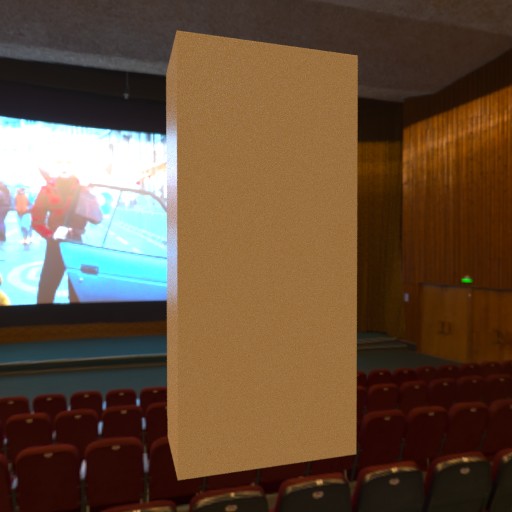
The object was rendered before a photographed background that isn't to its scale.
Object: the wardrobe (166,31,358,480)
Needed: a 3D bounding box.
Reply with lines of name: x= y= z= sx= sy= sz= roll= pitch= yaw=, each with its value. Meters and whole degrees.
wardrobe: x=0.000 y=0.000 z=2.008 sx=0.760 sy=1.700 sz=0.470 roll=0 pitch=1 yaw=-17
